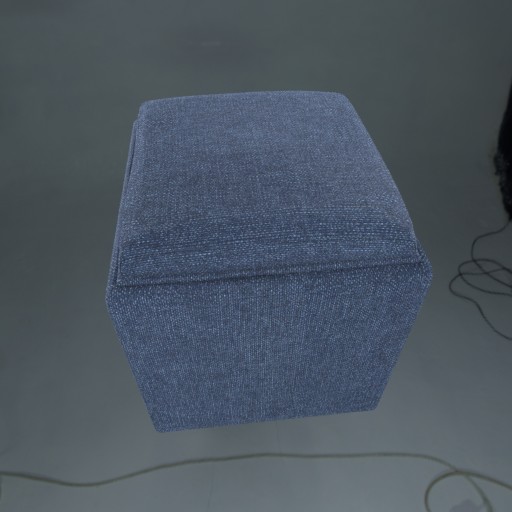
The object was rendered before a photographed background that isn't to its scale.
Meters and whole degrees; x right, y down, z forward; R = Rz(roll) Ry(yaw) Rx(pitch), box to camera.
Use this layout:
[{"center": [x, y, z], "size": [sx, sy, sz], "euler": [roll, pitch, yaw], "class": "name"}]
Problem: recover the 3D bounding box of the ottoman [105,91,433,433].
[{"center": [0.000, 0.000, 0.848], "size": [0.436, 0.493, 0.454], "euler": [-4, 46, -4], "class": "ottoman"}]
